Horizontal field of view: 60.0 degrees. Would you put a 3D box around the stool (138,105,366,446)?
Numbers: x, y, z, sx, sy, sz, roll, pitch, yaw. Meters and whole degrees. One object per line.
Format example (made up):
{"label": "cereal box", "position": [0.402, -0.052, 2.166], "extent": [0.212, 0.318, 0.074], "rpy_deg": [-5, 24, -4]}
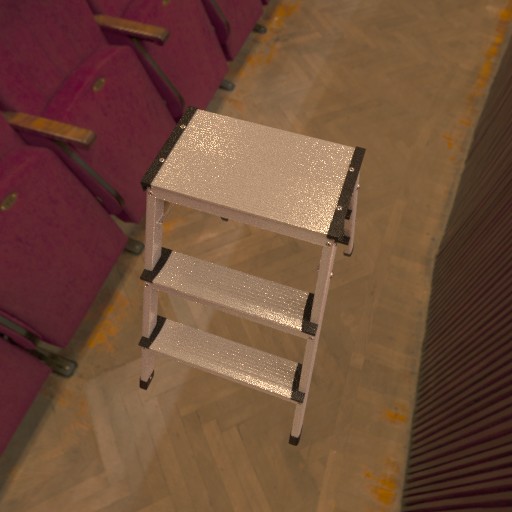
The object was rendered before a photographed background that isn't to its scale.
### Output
{"label": "stool", "position": [0.000, 0.000, 1.026], "extent": [0.437, 0.605, 0.622], "rpy_deg": [17, 60, 10]}
